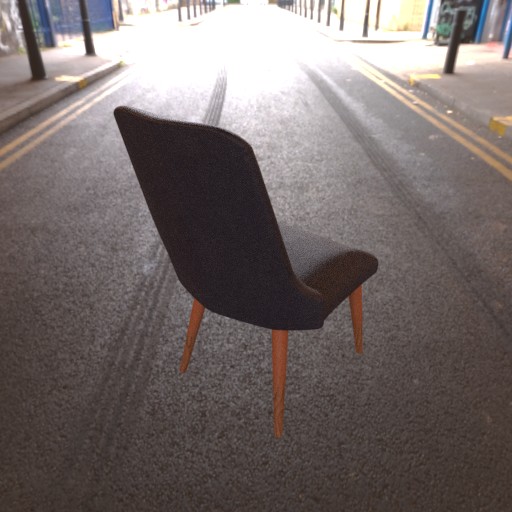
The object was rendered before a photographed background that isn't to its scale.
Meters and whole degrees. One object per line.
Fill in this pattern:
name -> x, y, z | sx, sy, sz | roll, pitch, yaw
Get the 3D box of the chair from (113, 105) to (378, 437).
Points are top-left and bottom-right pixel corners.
chair -> 0.000, 0.000, 1.166 | 0.504, 0.820, 0.567 | 22, 37, 33
